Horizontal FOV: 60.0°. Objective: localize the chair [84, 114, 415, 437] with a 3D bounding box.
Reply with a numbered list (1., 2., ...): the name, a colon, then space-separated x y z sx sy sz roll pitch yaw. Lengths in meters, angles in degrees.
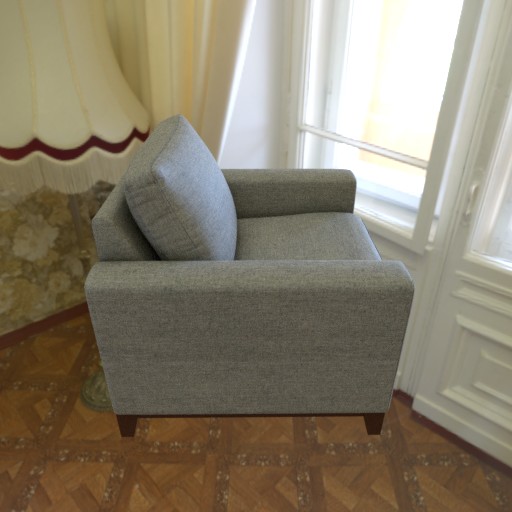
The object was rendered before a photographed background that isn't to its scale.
1. chair: 0.000 0.000 1.850 1.038 1.010 1.024 0 31 0
